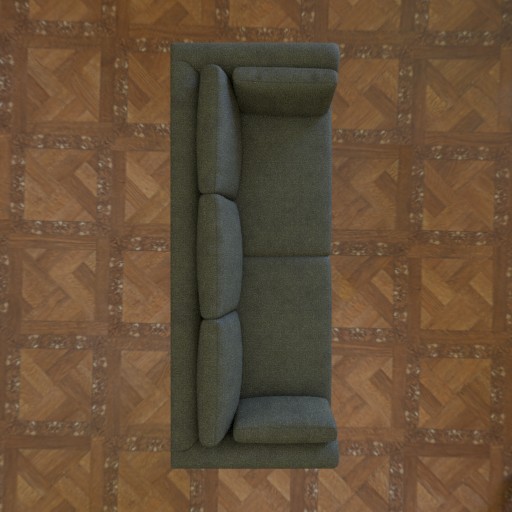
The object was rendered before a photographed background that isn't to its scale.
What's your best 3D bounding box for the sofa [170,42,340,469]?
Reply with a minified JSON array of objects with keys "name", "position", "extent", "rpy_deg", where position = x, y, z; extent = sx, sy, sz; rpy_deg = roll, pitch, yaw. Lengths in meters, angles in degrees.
[{"name":"sofa","position":[0.000,0.000,2.815],"extent":[0.969,0.867,2.415],"rpy_deg":[0,90,0]}]
